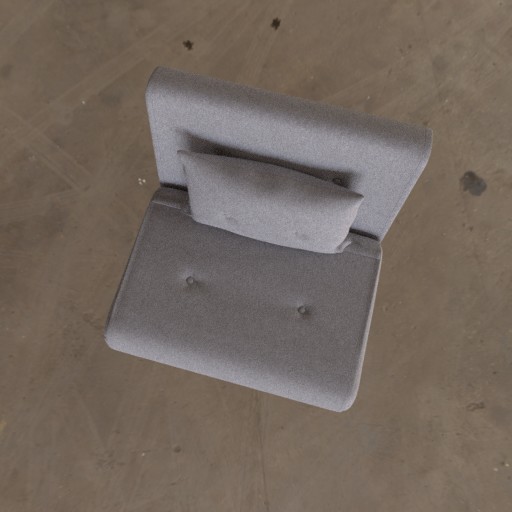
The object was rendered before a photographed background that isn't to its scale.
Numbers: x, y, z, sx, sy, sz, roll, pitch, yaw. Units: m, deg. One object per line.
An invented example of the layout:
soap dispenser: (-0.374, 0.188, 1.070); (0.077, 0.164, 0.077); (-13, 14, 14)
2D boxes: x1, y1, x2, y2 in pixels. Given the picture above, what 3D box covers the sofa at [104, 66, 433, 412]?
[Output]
sofa: (0.000, 0.000, 1.783); (1.020, 0.825, 1.000); (14, 76, 4)
